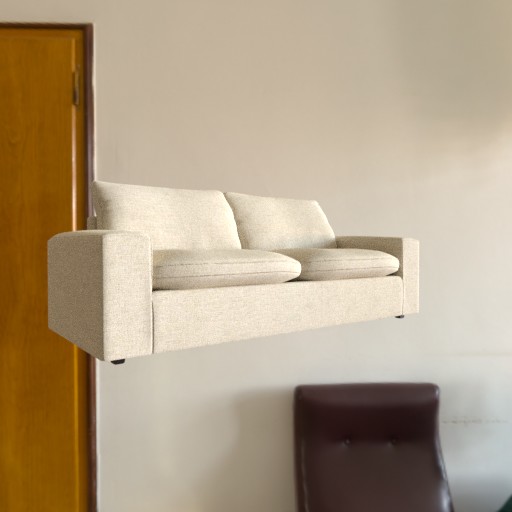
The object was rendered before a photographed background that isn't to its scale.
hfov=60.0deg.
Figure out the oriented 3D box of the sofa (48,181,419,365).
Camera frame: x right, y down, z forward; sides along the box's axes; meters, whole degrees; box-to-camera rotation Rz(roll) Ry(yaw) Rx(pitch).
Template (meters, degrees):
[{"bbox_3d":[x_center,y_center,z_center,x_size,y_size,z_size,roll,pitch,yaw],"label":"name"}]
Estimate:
[{"bbox_3d":[0.000,0.000,2.890,2.299,0.922,1.040,-1,1,-37],"label":"sofa"}]
